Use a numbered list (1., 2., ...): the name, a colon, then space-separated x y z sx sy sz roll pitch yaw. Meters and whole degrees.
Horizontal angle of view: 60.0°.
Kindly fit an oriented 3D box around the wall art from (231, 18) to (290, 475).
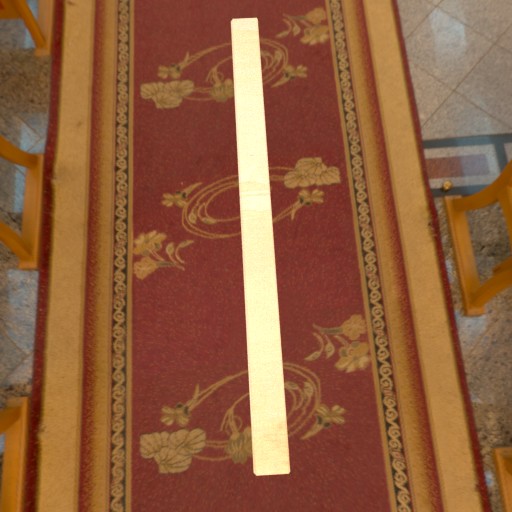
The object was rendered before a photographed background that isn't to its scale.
1. wall art: 0.000 0.000 0.759 0.040 0.402 0.613 -3 74 -1
